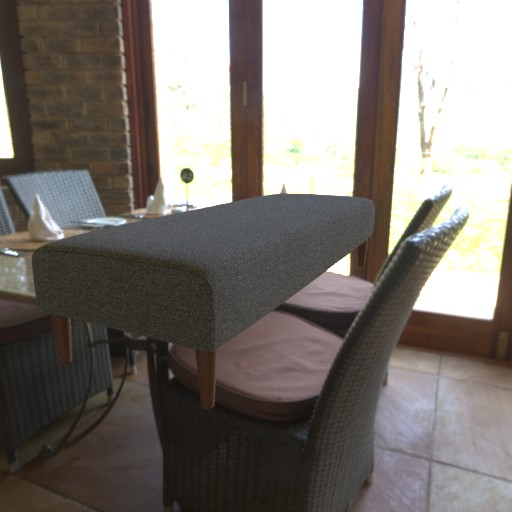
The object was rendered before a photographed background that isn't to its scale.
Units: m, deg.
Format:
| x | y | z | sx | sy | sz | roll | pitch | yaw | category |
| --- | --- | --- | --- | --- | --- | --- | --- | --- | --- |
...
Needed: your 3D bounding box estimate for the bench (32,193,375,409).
| x | y | z | sx | sy | sz | roll | pitch | yaw | category |
| --- | --- | --- | --- | --- | --- | --- | --- | --- | --- |
| 0.000 | 0.000 | 1.816 | 0.631 | 0.384 | 1.598 | 7 | 15 | 26 | bench |
